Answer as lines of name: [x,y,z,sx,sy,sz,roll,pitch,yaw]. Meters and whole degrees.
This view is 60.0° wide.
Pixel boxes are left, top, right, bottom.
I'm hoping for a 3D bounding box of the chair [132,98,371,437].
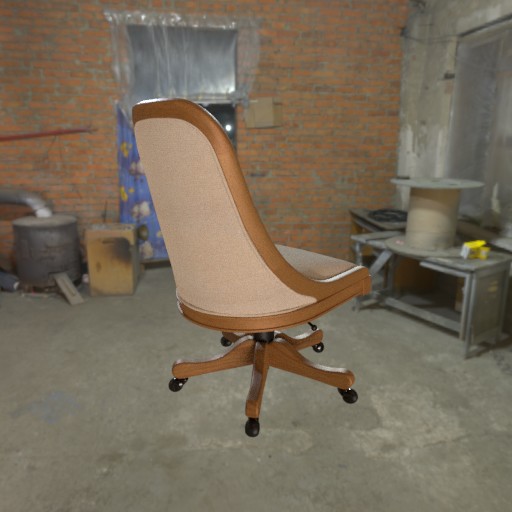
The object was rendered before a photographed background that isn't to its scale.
chair: [0.000,0.000,1.578,0.811,1.009,0.702,-13,20,-42]
